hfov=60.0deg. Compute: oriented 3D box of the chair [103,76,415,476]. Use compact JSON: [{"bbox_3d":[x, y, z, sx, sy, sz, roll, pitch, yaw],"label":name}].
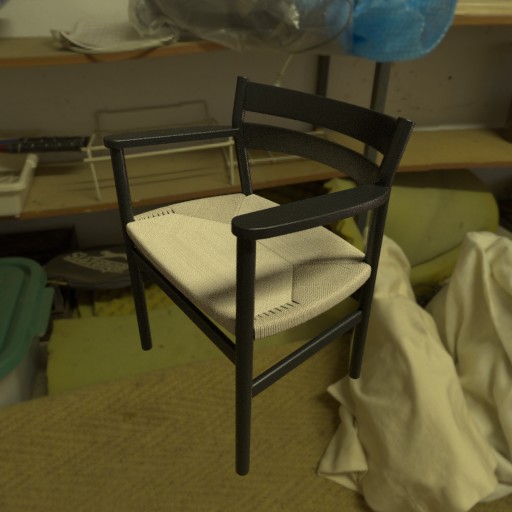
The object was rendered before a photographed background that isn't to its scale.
[{"bbox_3d":[0.000,0.000,1.152,0.508,0.775,0.630,-22,38,-31],"label":"chair"}]
